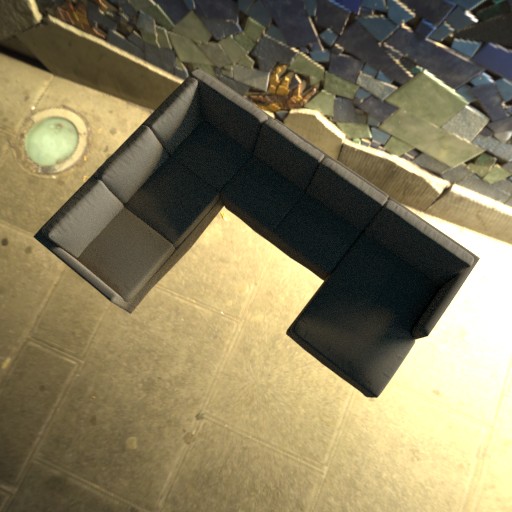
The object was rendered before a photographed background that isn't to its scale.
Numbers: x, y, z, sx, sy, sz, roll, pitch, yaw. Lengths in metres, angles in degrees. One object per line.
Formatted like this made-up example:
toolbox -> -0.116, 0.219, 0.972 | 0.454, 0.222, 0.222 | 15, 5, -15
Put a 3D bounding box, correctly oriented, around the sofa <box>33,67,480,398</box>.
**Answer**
sofa -> 0.000, 0.000, 4.373 | 3.460, 0.882, 2.427 | 37, 77, 10
